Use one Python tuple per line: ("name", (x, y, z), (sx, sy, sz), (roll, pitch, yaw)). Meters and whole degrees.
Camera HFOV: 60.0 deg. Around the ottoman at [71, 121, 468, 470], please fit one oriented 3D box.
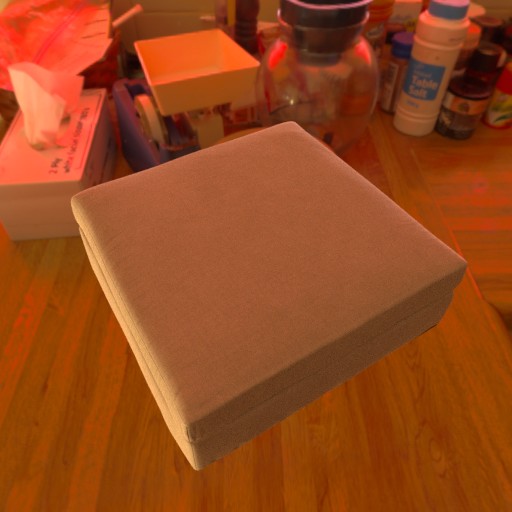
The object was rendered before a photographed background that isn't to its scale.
("ottoman", (0.000, 0.000, 1.850), (1.203, 0.517, 1.171), (-25, 53, -20))
